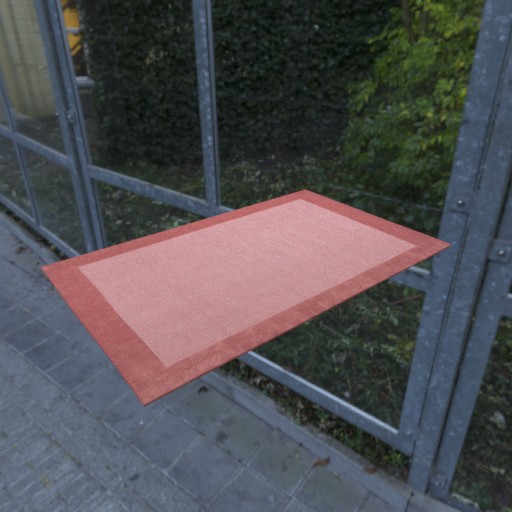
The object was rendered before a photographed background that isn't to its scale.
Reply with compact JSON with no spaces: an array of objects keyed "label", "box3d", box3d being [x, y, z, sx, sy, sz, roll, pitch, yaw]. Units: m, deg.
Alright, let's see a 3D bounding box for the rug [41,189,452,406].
[{"label":"rug","box3d":[0.000,0.000,3.078,2.438,0.014,1.524,-21,34,-34]}]
